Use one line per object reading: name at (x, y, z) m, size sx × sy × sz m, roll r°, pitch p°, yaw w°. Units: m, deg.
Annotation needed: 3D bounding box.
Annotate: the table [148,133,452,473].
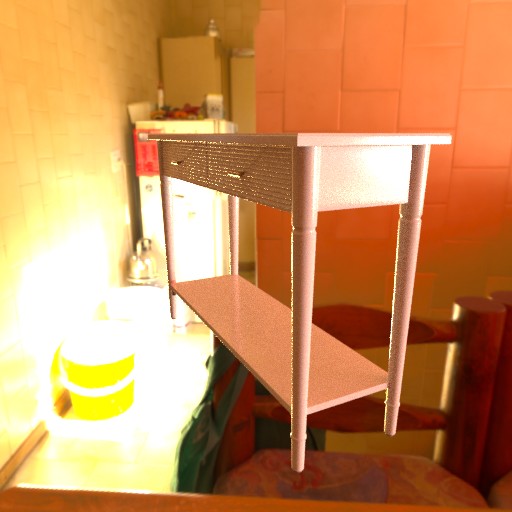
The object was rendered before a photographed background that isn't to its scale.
table at (0.000, 0.000, 1.405) m, size 0.381 × 0.749 × 1.067 m, roll -8°, pitch 17°, yaw -26°
